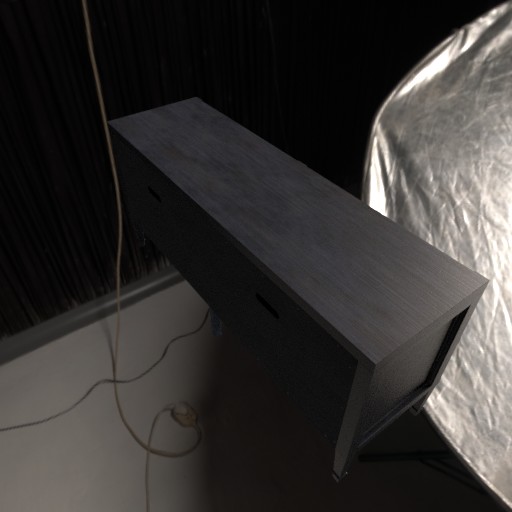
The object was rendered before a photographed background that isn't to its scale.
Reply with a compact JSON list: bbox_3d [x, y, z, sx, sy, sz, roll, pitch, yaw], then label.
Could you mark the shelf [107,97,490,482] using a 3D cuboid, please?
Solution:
[{"bbox_3d":[0.000,0.000,1.839,0.479,0.719,1.575,-26,48,-26],"label":"shelf"}]
